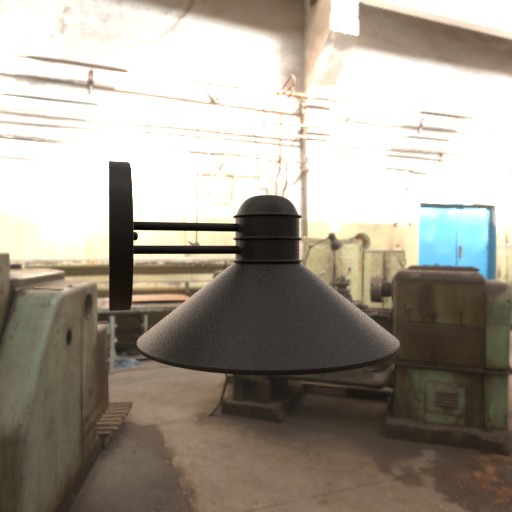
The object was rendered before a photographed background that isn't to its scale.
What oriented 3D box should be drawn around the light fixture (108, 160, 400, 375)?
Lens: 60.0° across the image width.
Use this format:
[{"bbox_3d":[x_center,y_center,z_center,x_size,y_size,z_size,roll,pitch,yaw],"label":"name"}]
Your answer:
[{"bbox_3d":[0.000,0.000,0.689,0.434,0.265,0.396,0,1,-18],"label":"light fixture"}]
